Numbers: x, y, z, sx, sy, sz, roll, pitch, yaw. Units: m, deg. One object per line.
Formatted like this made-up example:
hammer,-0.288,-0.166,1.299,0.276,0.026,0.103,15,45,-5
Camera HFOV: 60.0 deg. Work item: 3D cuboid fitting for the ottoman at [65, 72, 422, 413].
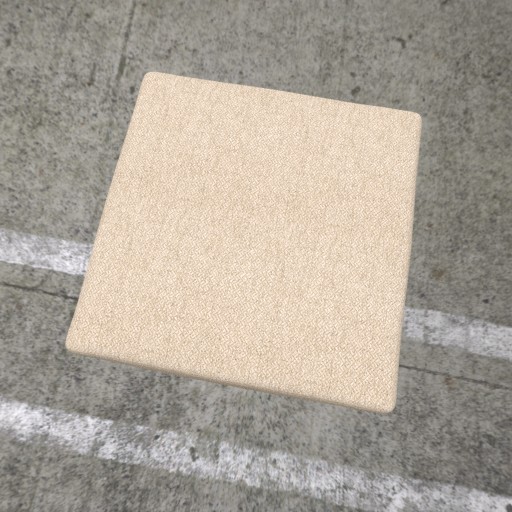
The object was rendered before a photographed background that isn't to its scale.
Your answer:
ottoman,0.000,0.000,0.896,0.508,0.432,0.508,10,75,3
